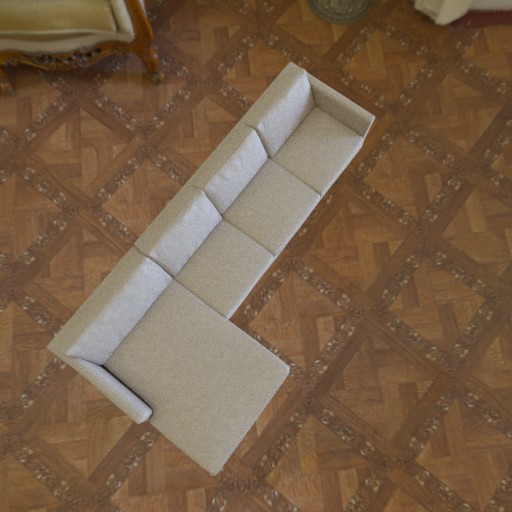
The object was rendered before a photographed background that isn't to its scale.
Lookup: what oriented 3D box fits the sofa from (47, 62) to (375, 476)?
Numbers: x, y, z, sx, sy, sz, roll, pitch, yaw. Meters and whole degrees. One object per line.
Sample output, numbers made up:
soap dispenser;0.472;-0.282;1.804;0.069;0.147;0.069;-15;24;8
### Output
sofa;0.000;0.000;3.804;1.625;0.846;3.186;36;78;9
